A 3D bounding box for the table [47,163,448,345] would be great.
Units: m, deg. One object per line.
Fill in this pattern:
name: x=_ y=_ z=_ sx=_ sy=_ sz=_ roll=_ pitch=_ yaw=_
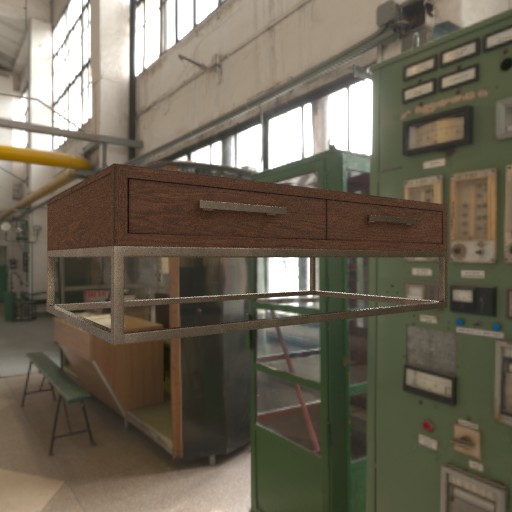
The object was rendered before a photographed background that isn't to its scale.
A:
table: x=0.000 y=0.000 z=1.490 sx=1.167 sy=0.361 sz=0.719 roll=0 pitch=0 yaw=-35
